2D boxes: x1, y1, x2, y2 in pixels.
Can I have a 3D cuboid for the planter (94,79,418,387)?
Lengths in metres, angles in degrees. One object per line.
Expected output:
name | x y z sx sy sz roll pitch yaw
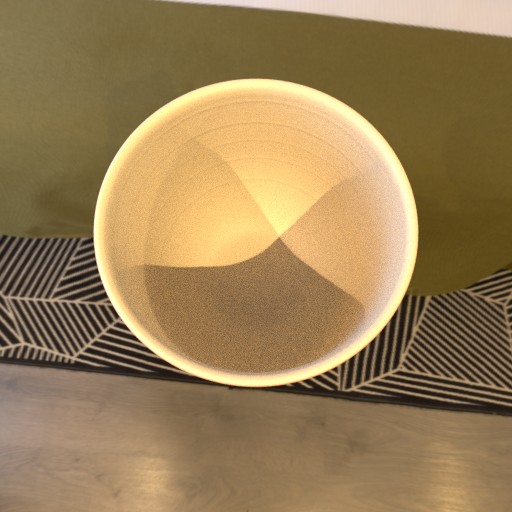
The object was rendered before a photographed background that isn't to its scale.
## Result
planter | 0.000 0.000 0.374 0.208 0.190 0.208 0 75 0
